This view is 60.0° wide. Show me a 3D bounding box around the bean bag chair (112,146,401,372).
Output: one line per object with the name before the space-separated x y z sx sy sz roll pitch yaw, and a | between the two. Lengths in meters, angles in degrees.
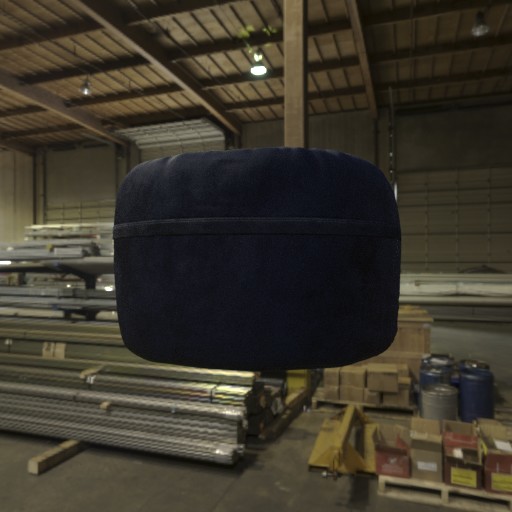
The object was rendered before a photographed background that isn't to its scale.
bean bag chair | 0.000 0.000 1.946 1.219 0.762 1.219 0 0 0
